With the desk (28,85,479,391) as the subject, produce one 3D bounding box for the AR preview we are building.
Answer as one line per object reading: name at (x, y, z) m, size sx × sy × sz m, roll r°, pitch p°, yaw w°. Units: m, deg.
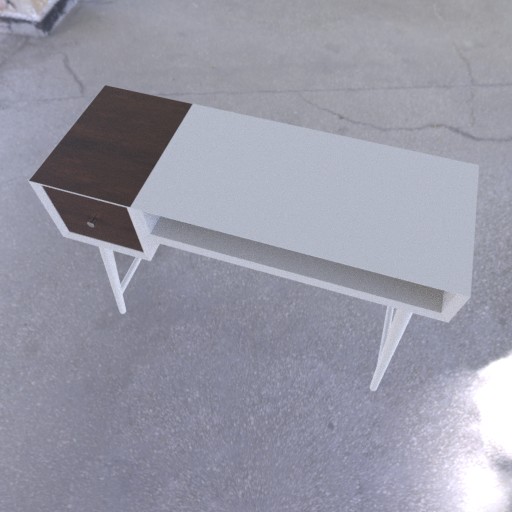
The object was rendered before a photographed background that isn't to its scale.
desk at (0.000, 0.000, 1.437) m, size 1.069 × 0.761 × 0.409 m, roll 15°, pitch 58°, yaw 9°
